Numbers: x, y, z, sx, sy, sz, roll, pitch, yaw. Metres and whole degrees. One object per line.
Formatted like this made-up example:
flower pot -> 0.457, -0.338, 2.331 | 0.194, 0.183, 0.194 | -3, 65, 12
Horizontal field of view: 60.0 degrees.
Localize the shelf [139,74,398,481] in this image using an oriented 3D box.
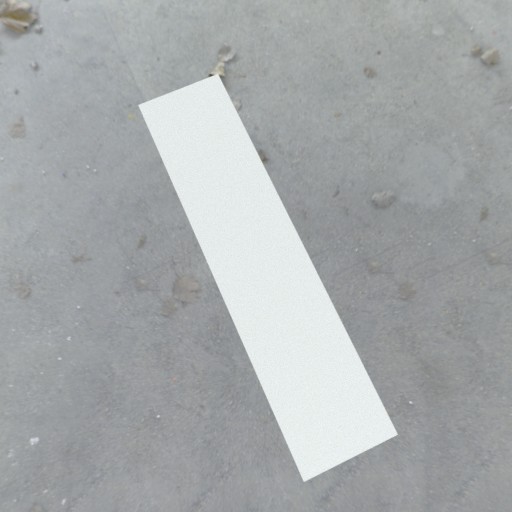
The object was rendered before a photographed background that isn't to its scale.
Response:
shelf -> 0.000, 0.000, 0.663 | 0.140, 0.020, 0.610 | -24, 77, -6
